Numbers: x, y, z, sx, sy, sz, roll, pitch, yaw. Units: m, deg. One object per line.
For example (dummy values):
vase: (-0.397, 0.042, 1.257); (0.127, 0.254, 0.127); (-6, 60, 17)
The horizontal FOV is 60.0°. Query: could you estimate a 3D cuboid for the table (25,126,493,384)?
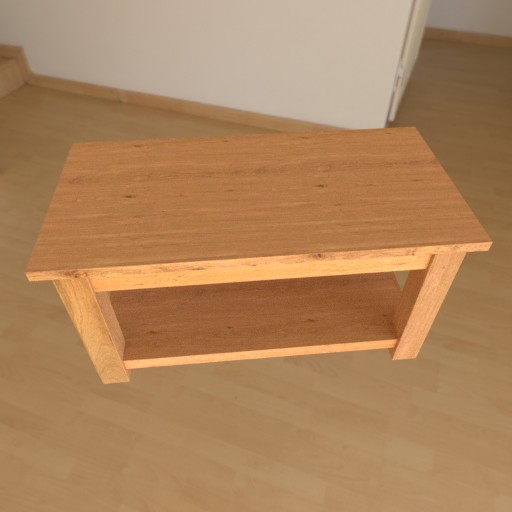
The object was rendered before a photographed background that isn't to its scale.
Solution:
table: (0.000, 0.000, 1.165); (0.899, 0.452, 0.450); (-4, 46, -4)
